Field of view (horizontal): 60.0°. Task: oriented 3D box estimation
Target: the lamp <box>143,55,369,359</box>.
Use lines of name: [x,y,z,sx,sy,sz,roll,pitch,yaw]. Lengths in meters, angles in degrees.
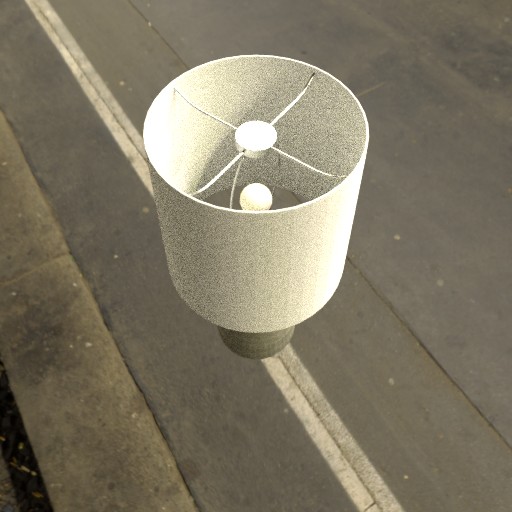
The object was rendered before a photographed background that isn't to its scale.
lamp: [0.000,0.000,0.481,0.186,0.369,0.186,0,58,0]
